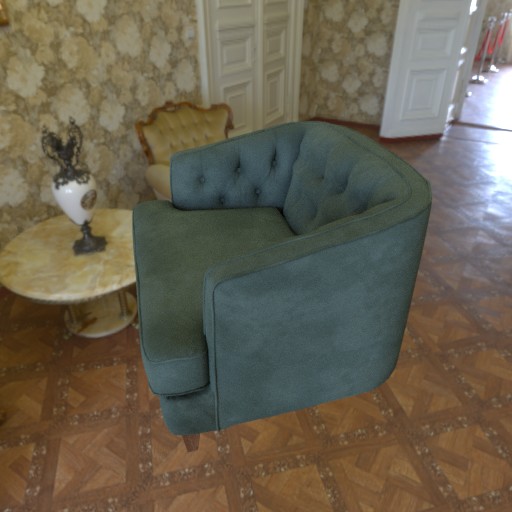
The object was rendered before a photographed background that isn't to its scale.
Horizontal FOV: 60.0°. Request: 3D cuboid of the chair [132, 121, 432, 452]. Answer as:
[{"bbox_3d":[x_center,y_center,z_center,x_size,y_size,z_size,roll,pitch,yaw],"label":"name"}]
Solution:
[{"bbox_3d":[0.000,0.000,1.761,0.941,0.852,1.104,-8,32,-13],"label":"chair"}]
